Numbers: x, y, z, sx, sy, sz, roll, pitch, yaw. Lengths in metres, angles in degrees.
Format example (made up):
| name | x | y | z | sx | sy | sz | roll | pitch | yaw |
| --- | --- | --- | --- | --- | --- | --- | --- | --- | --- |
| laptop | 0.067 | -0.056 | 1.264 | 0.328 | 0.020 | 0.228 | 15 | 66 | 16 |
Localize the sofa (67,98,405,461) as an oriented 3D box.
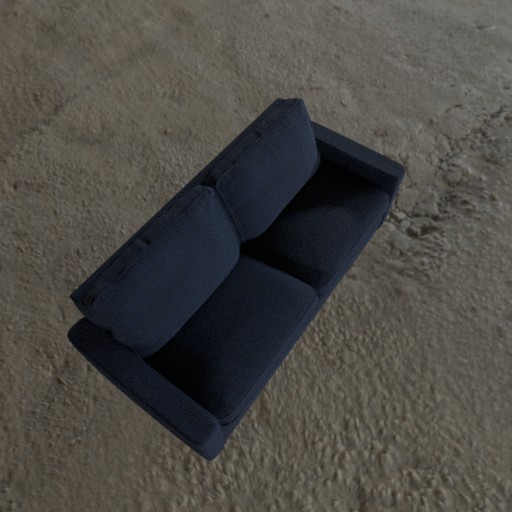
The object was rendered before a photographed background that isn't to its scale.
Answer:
| name | x | y | z | sx | sy | sz | roll | pitch | yaw |
| --- | --- | --- | --- | --- | --- | --- | --- | --- | --- |
| sofa | 0.000 | 0.000 | 2.648 | 0.940 | 0.919 | 2.080 | 32 | 64 | 18 |
